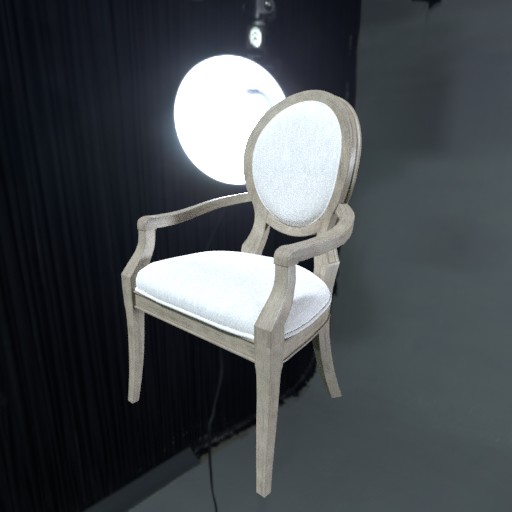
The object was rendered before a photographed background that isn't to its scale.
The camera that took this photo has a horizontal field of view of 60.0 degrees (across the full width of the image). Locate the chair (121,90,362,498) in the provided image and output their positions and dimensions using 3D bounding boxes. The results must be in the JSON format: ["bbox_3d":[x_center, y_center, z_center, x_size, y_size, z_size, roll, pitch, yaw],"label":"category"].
[{"bbox_3d":[0.000,0.000,1.362,0.611,0.991,0.602,14,21,40],"label":"chair"}]
